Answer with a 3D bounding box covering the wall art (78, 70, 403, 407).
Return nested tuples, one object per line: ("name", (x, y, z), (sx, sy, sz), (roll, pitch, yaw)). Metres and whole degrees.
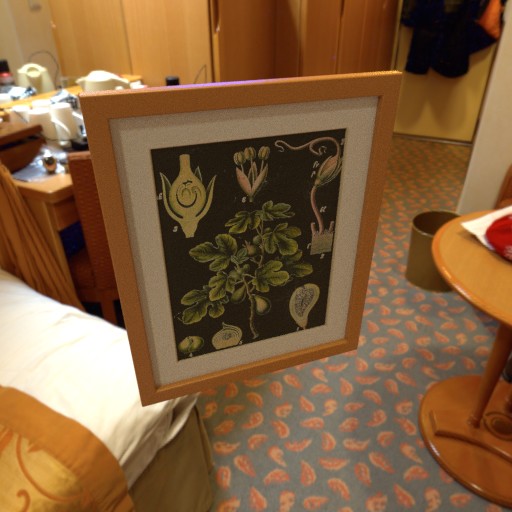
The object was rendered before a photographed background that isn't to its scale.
("wall art", (0.000, 0.000, 0.508), (0.310, 0.379, 0.015), (-11, 34, -16))
